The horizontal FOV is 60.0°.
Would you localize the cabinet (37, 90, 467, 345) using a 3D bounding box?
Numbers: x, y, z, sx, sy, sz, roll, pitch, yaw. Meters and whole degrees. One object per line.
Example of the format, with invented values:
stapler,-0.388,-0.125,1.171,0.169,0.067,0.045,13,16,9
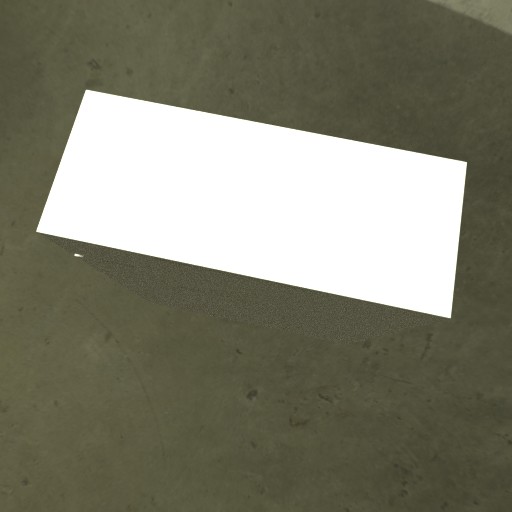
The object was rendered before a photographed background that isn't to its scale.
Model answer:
cabinet,0.000,0.000,1.669,1.000,1.190,0.400,12,76,3
